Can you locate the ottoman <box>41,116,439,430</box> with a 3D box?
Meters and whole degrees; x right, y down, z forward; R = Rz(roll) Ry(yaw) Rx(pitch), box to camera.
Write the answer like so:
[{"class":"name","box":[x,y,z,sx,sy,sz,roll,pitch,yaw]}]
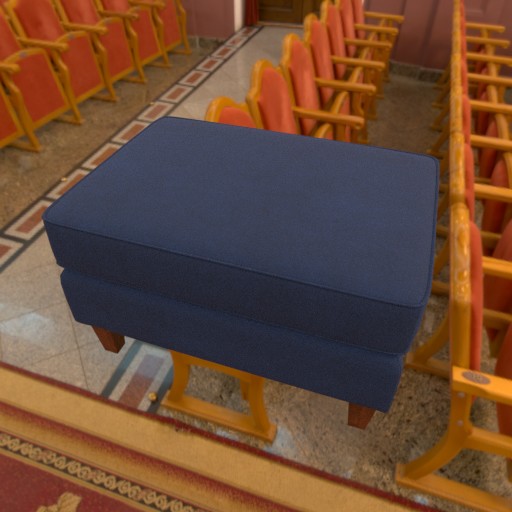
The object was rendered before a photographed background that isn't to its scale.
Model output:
[{"class":"ottoman","box":[0.000,0.000,1.392,0.965,0.584,0.686,13,42,14]}]
